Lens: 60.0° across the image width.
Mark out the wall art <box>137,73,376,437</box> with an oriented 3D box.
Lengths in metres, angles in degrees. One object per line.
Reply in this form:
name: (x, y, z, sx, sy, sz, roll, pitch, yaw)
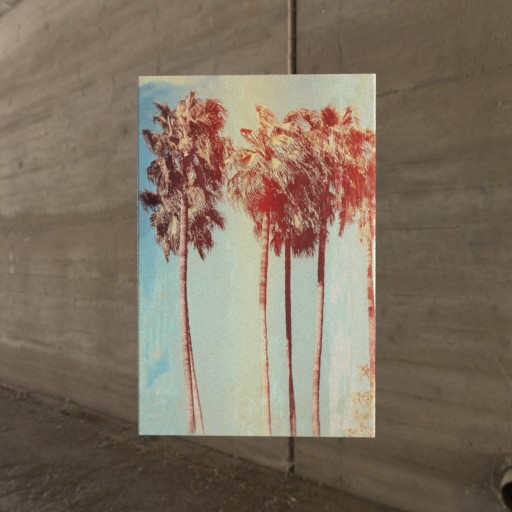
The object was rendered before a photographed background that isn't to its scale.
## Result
wall art: (0.000, 0.000, 0.763, 0.401, 0.610, 0.038, 0, 0, 1)
